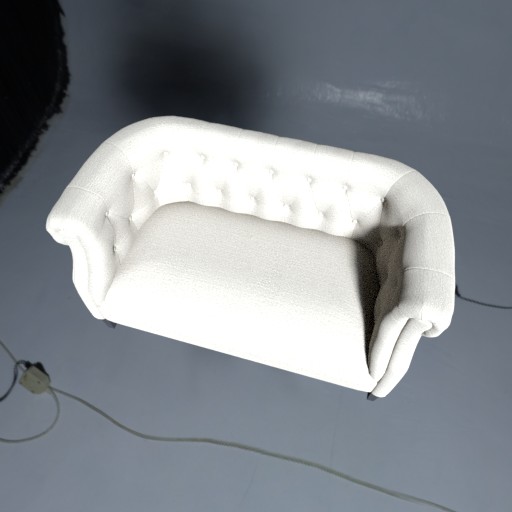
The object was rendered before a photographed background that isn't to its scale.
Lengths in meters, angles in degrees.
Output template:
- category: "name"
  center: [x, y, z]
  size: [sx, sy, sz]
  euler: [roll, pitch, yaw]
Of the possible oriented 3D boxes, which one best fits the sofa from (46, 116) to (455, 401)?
- category: "sofa"
  center: [0.000, 0.000, 2.048]
  size: [1.558, 0.827, 0.835]
  euler: [14, 59, 8]
